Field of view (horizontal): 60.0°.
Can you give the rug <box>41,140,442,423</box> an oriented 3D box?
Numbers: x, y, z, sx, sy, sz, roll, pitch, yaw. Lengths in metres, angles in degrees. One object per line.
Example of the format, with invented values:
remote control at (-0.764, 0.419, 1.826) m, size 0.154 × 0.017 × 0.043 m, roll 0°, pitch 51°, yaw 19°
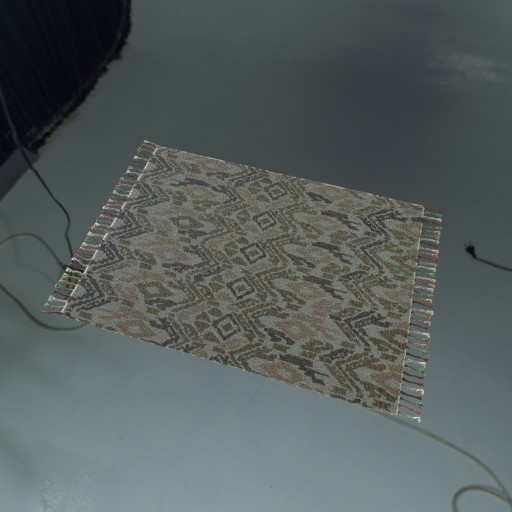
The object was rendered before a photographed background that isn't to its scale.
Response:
rug at (0.000, 0.000, 2.314) m, size 1.829 × 0.008 × 1.219 m, roll 14°, pitch 60°, yaw 9°
